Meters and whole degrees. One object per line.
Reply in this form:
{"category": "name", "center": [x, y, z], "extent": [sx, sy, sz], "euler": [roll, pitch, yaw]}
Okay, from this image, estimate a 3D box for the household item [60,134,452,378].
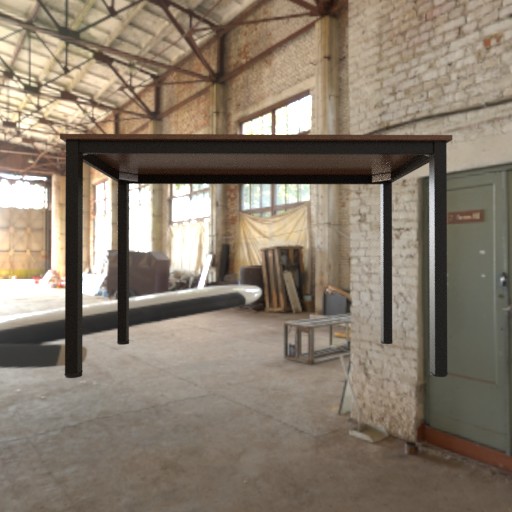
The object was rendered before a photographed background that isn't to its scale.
{"category": "household item", "center": [0.000, 0.000, 1.651], "extent": [1.200, 0.750, 0.600], "euler": [0, 0, -1]}
